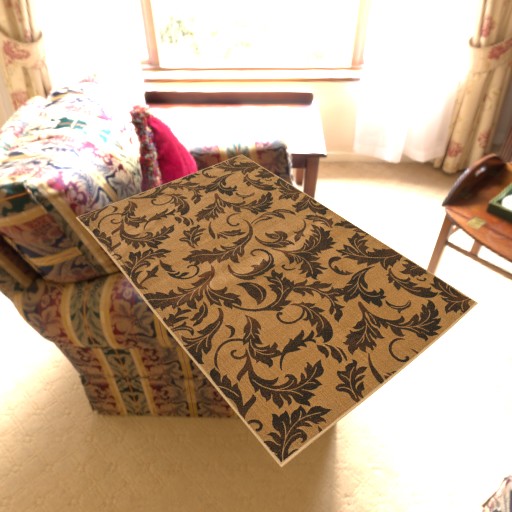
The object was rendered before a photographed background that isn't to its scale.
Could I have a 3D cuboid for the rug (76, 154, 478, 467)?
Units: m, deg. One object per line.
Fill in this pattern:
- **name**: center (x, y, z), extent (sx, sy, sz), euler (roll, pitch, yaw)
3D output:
- **rug**: center (0.000, 0.000, 2.889), extent (1.522, 0.008, 2.284), euler (-28, 48, -28)
